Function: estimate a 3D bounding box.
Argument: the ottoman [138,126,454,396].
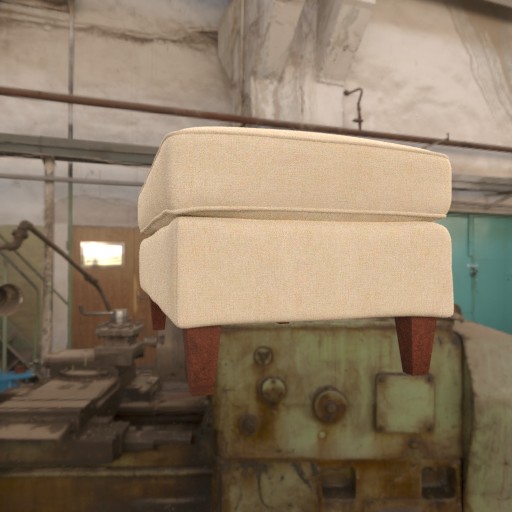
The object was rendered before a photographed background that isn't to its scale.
[{"bbox_3d":[0.000,0.000,1.195,0.583,0.484,0.862,0,0,-18],"label":"ottoman"}]
